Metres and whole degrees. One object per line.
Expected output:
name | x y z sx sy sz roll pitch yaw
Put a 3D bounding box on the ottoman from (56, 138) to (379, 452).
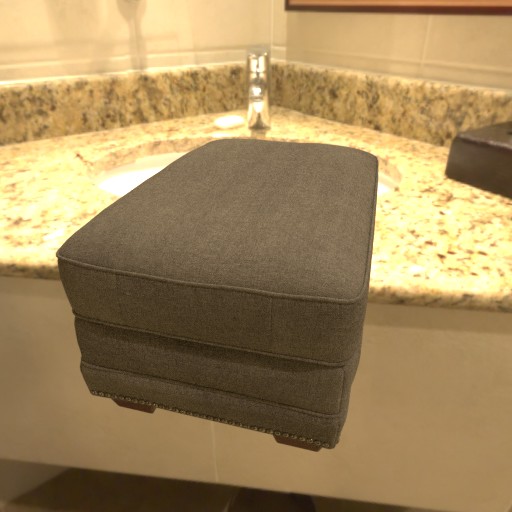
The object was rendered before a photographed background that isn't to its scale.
ottoman | 0.000 0.000 1.127 0.561 0.457 0.813 8 31 13
